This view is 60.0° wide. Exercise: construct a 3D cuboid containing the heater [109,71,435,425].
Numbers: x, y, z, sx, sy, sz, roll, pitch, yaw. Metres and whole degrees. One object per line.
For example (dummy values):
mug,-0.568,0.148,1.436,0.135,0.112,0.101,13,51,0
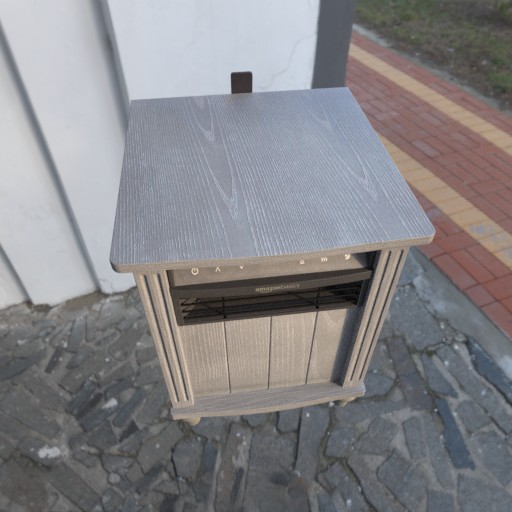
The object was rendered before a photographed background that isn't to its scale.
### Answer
heater,0.000,0.000,0.759,0.362,0.481,0.400,-5,46,-5
